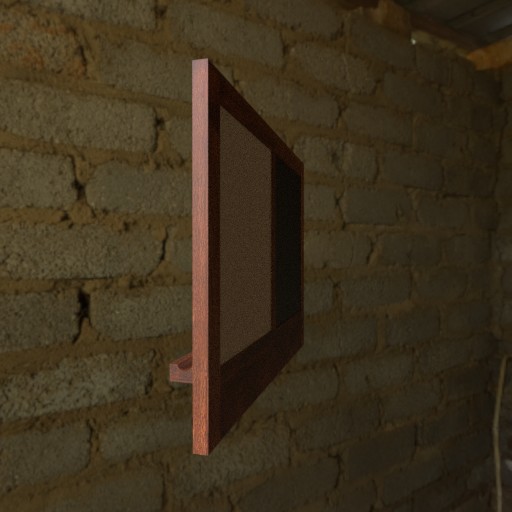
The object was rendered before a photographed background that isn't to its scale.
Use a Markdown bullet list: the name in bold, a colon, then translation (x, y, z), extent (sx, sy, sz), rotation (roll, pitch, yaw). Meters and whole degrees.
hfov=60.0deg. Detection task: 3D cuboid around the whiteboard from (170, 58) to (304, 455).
- **whiteboard**: translation (0.000, 0.000, 0.995), extent (0.083, 0.553, 0.768), rotation (0, 1, 16)
